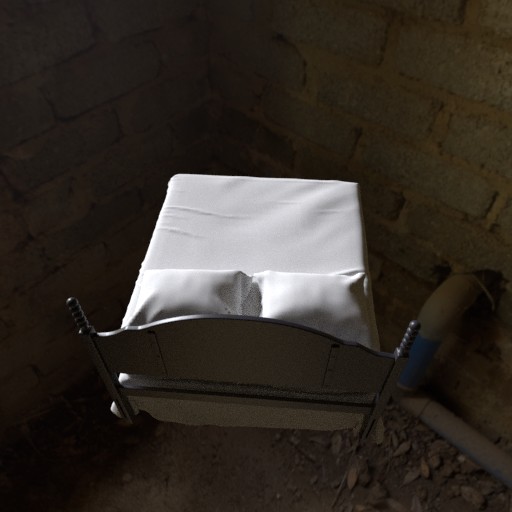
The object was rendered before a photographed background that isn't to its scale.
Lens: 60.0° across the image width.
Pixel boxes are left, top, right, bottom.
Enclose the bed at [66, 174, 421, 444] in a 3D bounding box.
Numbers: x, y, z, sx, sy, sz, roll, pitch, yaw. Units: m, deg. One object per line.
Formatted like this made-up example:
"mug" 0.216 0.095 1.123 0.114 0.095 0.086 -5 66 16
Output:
"bed" 0.000 0.000 3.201 1.873 1.356 2.040 3 47 3
